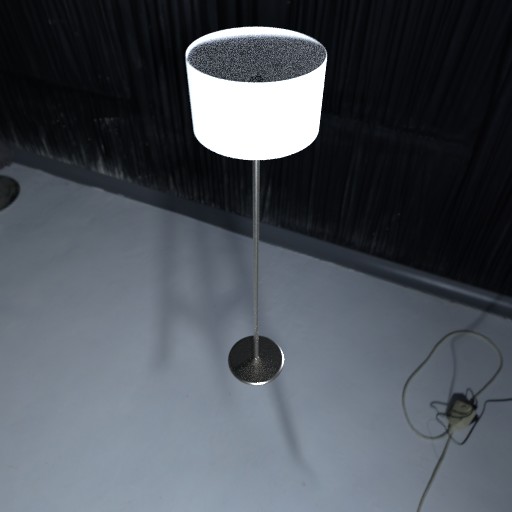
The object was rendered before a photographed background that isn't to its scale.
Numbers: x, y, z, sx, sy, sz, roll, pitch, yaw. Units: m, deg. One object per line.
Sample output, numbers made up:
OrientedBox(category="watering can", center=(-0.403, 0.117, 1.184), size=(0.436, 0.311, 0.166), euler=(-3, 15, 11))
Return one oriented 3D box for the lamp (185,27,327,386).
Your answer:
OrientedBox(category="lamp", center=(0.000, 0.000, 1.610), size=(0.347, 1.443, 0.347), euler=(18, 48, 17))
